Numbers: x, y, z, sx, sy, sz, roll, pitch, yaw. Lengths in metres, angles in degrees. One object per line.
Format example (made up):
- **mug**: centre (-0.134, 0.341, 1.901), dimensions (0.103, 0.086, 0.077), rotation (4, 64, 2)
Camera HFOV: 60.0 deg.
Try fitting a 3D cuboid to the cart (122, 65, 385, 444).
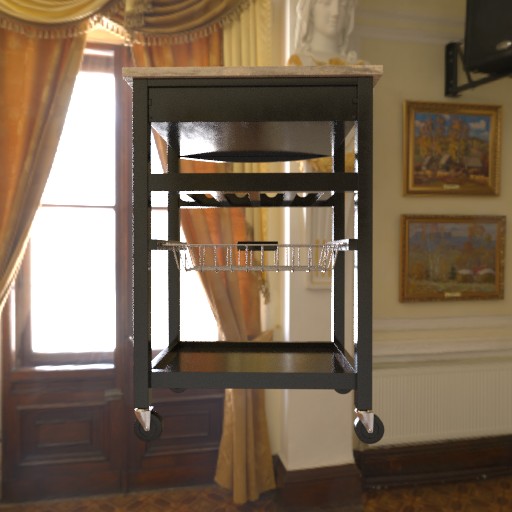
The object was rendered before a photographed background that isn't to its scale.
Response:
- **cart**: centre (0.000, 0.000, 1.180), dimensions (0.584, 0.839, 0.403), rotation (0, 1, 1)
